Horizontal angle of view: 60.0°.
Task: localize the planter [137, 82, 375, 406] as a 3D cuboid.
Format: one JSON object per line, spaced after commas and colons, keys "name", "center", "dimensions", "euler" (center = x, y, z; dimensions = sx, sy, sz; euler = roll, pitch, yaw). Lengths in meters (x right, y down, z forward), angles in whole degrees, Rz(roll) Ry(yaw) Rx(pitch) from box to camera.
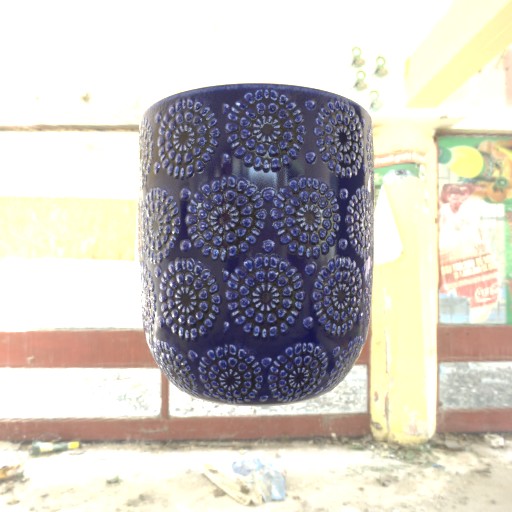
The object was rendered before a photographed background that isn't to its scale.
{"name": "planter", "center": [0.000, 0.000, 0.354], "dimensions": [0.184, 0.206, 0.184], "euler": [0, -2, 0]}
